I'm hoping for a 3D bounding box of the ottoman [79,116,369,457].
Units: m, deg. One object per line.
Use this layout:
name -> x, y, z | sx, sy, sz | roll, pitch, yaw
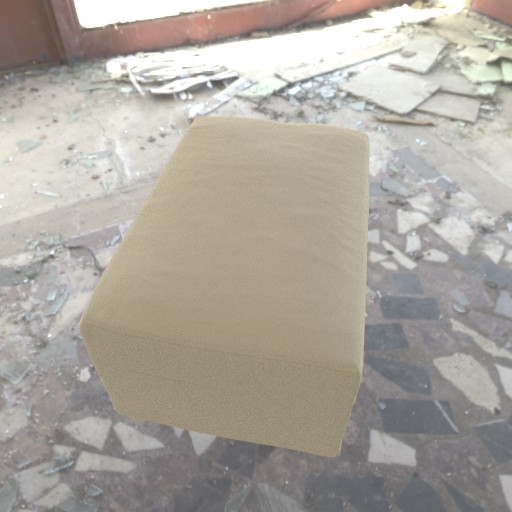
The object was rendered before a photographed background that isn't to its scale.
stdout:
ottoman -> 0.000, 0.000, 1.226 | 0.590, 0.444, 0.872 | 8, 46, 8
